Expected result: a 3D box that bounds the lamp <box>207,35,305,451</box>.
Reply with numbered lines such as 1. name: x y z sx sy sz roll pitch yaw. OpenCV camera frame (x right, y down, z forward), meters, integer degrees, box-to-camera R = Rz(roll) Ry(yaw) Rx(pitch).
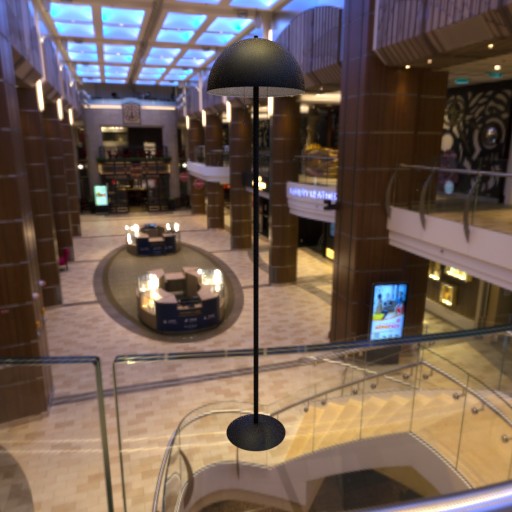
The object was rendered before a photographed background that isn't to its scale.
1. lamp: 0.000 0.000 1.627 0.328 1.480 0.328 7 16 25
